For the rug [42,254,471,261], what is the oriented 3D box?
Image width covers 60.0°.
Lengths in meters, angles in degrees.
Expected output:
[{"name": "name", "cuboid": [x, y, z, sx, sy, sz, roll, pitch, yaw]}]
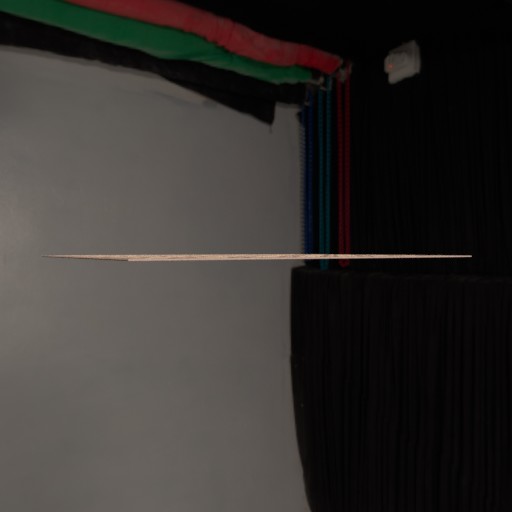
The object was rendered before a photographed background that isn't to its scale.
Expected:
[{"name": "rug", "cuboid": [0.000, 0.000, 4.180, 3.294, 0.018, 2.382, 0, 1, -35]}]
